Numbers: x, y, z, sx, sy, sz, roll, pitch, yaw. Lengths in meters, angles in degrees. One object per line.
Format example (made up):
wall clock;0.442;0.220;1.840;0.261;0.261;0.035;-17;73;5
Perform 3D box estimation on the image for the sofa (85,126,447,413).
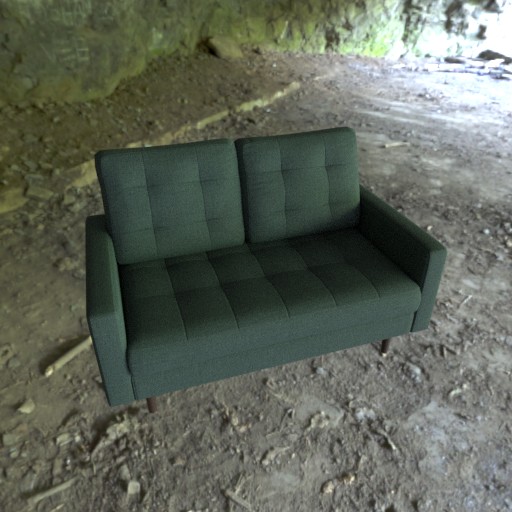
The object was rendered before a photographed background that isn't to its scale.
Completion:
sofa;0.000;0.000;1.976;1.407;0.907;0.842;-10;33;-16
